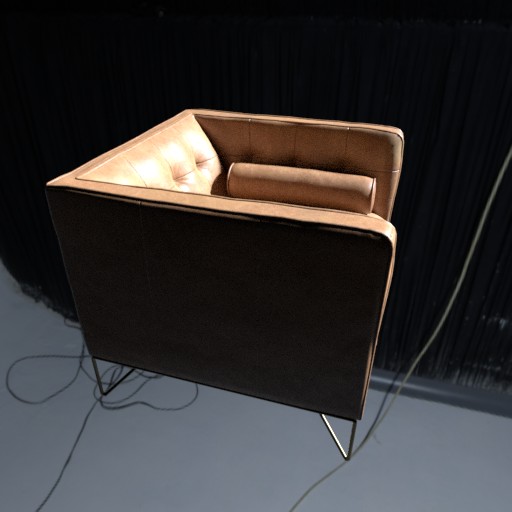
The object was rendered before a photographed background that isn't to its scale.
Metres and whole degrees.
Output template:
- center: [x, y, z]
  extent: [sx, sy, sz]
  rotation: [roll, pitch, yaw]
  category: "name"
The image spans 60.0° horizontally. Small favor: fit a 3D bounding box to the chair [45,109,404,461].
- center: [0.000, 0.000, 1.607]
  extent: [0.912, 0.797, 0.920]
  rotation: [9, 32, 15]
  category: "chair"
